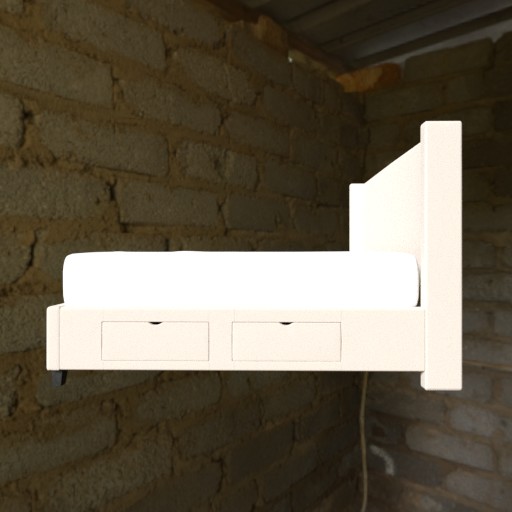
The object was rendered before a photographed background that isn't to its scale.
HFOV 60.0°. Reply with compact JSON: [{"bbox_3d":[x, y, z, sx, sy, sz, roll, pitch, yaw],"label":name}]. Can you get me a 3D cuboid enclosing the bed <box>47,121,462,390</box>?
[{"bbox_3d":[0.000,0.000,3.489,2.293,1.471,2.145,0,0,1],"label":"bed"}]
